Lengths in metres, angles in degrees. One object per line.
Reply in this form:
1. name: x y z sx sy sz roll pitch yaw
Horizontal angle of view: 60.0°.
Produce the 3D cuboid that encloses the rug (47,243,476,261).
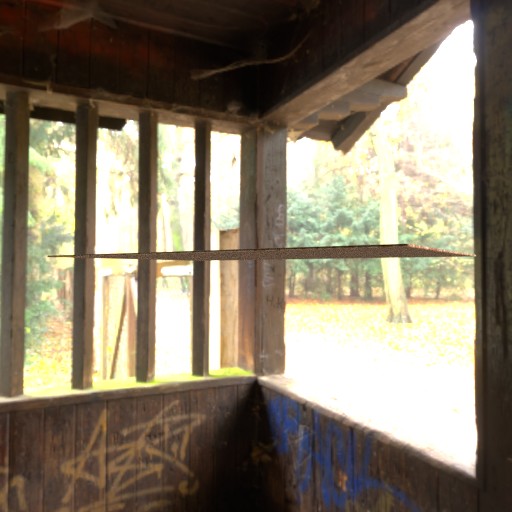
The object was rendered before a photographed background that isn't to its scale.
1. rug: 0.000 0.000 2.959 2.435 0.011 1.517 -1 -2 35
